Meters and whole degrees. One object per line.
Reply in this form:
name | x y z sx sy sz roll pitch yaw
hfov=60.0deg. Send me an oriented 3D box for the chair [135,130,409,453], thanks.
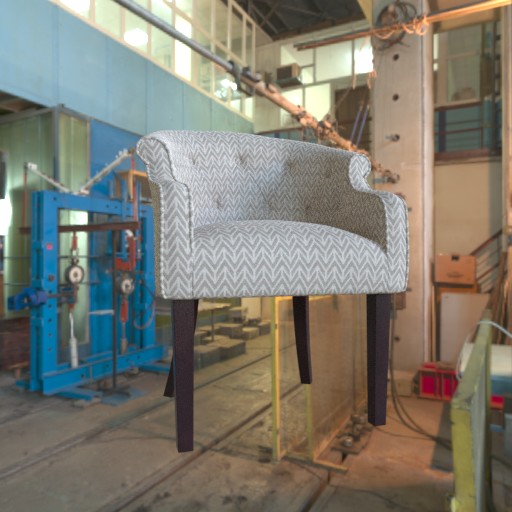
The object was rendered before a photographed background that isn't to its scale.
chair | 0.000 0.000 1.292 0.686 0.858 0.613 0 0 -18
